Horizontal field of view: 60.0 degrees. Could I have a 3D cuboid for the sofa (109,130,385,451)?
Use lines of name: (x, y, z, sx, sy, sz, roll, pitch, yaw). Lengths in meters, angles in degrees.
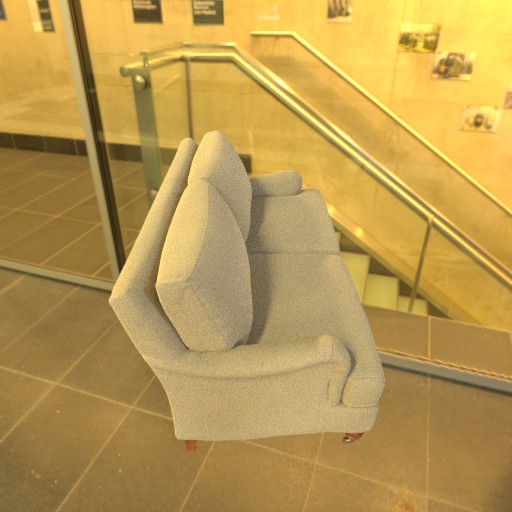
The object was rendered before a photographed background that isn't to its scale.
sofa: (0.000, 0.000, 2.653, 1.091, 0.997, 2.070, 0, 31, 0)
